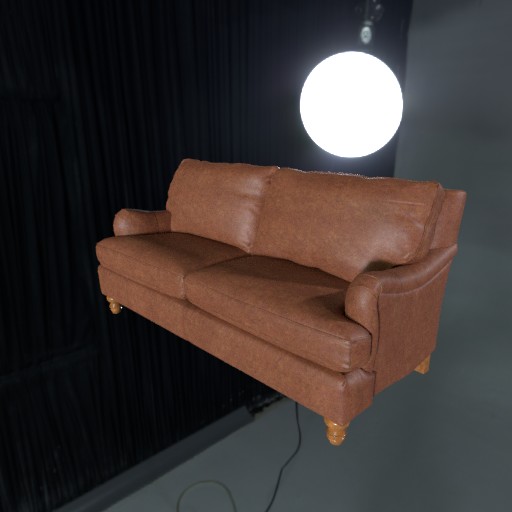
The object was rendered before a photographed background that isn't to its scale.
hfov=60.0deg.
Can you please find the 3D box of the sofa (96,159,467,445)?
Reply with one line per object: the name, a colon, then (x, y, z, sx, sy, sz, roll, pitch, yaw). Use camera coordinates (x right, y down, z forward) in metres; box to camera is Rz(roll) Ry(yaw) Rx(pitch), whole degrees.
sofa: (0.000, 0.000, 2.765, 2.144, 1.071, 1.147, 16, 23, 42)
